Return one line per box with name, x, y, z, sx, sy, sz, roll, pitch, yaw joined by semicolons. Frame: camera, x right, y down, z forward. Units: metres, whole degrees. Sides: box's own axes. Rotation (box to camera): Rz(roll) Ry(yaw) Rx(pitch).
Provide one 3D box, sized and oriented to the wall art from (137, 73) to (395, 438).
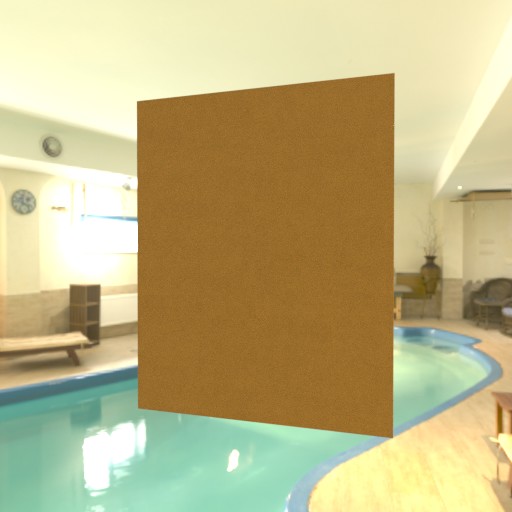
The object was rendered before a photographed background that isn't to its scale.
wall art;0.000;0.000;1.344;0.798;1.002;0.030;0;1;17
